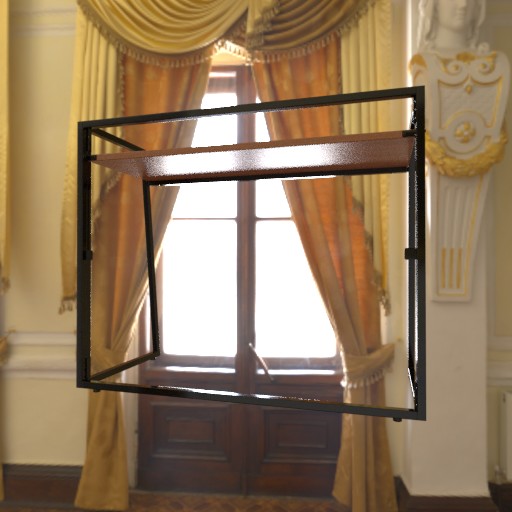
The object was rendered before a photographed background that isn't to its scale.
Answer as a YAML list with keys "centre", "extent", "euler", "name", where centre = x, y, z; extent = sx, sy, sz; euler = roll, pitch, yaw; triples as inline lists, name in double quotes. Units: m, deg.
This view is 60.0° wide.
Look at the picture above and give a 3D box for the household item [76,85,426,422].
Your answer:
- centre: [0.000, 0.000, 1.513]
  extent: [1.050, 0.860, 0.510]
  euler: [0, -1, 16]
  name: "household item"
